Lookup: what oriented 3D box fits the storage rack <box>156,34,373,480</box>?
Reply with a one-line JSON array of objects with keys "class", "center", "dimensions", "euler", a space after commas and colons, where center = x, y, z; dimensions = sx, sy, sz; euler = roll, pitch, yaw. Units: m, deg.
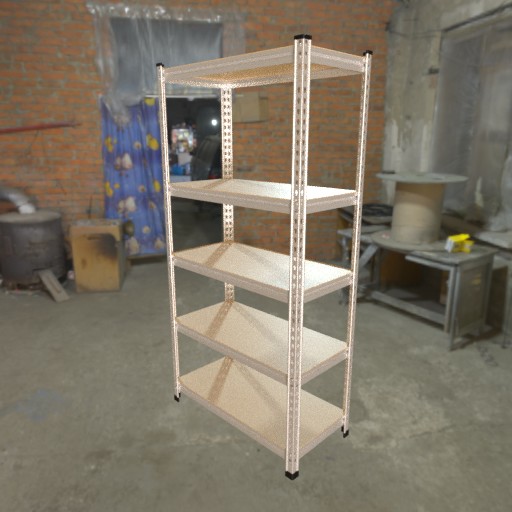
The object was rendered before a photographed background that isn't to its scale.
[{"class": "storage rack", "center": [0.000, 0.000, 2.215], "dimensions": [0.914, 1.829, 0.457], "euler": [14, 21, 43]}]
